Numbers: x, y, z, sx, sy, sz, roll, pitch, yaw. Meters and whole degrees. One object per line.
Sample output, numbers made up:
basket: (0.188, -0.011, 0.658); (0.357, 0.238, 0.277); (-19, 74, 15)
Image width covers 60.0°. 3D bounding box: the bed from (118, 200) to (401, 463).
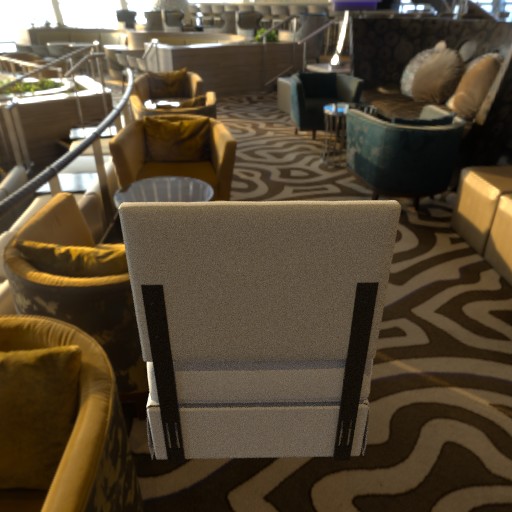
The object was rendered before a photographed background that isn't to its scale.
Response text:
bed: (0.000, 0.000, 2.991); (1.261, 1.571, 1.997); (-1, 30, -1)
